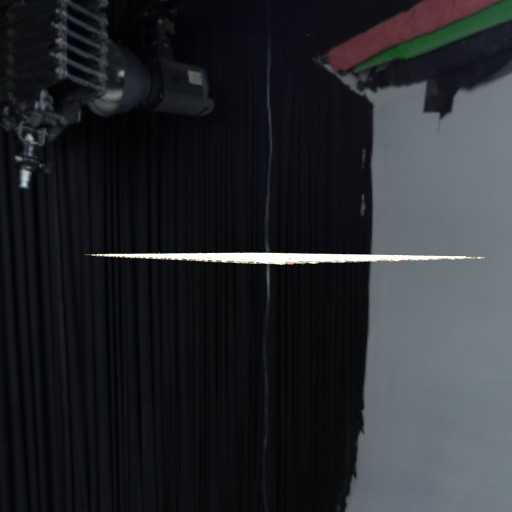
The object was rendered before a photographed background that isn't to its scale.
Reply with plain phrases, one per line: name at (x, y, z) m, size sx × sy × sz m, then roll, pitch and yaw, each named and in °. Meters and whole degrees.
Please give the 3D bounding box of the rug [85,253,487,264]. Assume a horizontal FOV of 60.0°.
rug at (0.000, 0.000, 2.306) m, size 1.219 × 0.008 × 1.829 m, roll -1°, pitch 1°, yaw -37°
